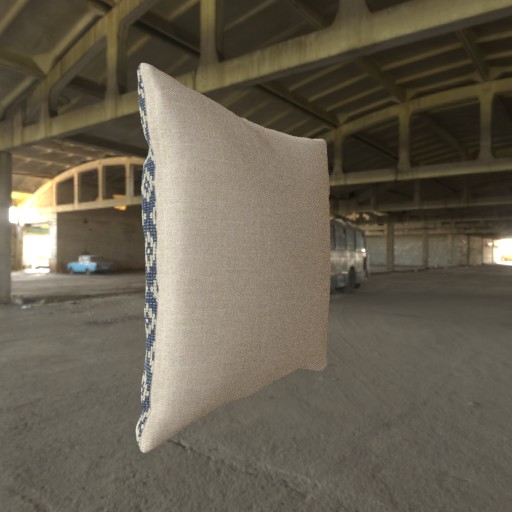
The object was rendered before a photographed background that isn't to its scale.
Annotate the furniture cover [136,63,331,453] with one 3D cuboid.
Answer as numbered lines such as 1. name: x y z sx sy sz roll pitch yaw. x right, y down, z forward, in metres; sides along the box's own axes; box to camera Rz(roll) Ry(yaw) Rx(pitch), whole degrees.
1. furniture cover: 0.000 0.000 0.660 0.139 0.431 0.431 0 1 36
